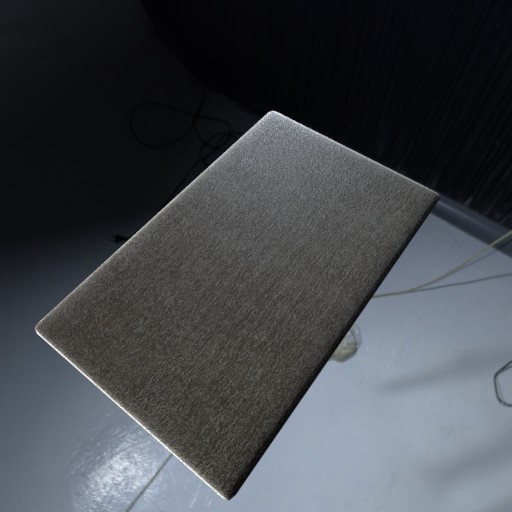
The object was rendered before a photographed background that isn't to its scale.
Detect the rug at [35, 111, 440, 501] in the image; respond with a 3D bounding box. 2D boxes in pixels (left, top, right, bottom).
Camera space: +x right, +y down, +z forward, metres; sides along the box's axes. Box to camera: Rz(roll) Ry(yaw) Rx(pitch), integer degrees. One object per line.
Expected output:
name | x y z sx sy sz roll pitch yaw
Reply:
rug | 0.000 0.000 2.962 1.539 0.024 2.469 33 64 19
